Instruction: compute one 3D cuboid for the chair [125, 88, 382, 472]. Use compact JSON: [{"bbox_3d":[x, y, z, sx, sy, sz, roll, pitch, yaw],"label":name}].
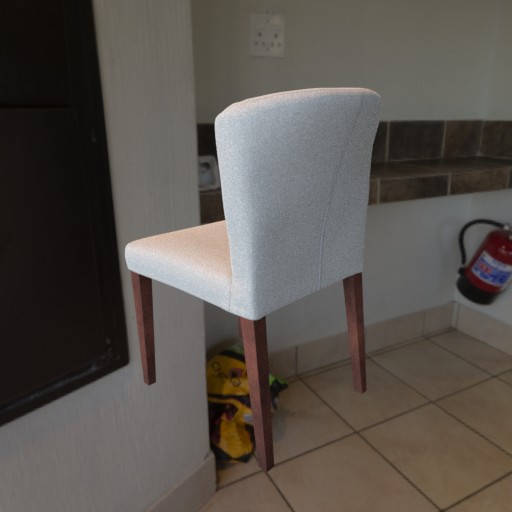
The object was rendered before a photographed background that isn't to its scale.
[{"bbox_3d":[0.000,0.000,1.207,0.592,0.839,0.491,16,24,41],"label":"chair"}]
